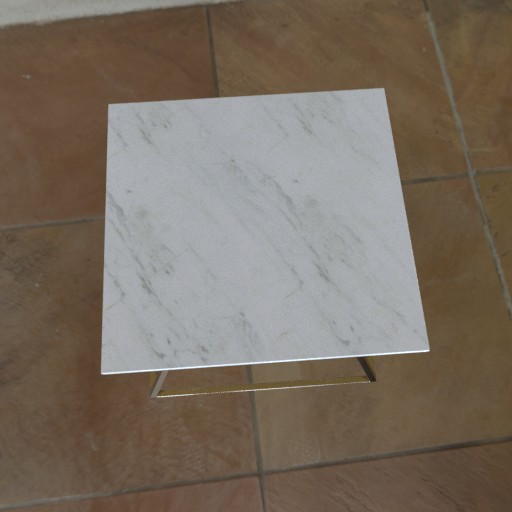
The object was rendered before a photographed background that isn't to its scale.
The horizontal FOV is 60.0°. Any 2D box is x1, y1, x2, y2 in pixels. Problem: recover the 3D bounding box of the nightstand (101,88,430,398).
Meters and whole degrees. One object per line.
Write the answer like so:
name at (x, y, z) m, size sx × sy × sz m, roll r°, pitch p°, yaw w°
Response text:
nightstand at (0.000, 0.000, 0.882) m, size 0.513 × 0.426 × 0.514 m, roll -4°, pitch 74°, yaw -1°
